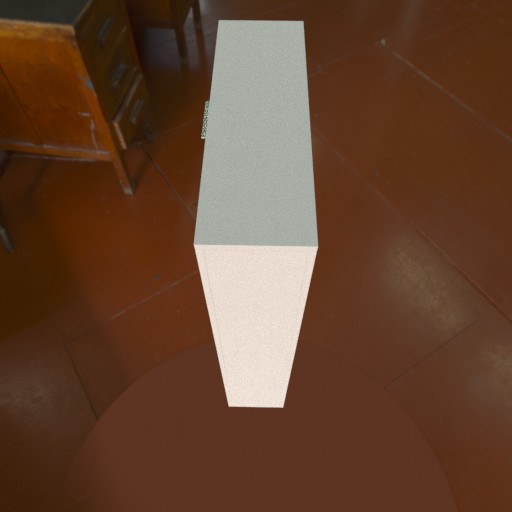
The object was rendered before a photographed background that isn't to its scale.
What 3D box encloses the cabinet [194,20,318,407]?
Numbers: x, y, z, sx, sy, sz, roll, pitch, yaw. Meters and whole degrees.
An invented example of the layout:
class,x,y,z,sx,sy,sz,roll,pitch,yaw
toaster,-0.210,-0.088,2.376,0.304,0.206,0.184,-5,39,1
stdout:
class,x,y,z,sx,sy,sz,roll,pitch,yaw
cabinet,0.000,0.000,1.581,0.250,1.280,0.750,1,58,1
